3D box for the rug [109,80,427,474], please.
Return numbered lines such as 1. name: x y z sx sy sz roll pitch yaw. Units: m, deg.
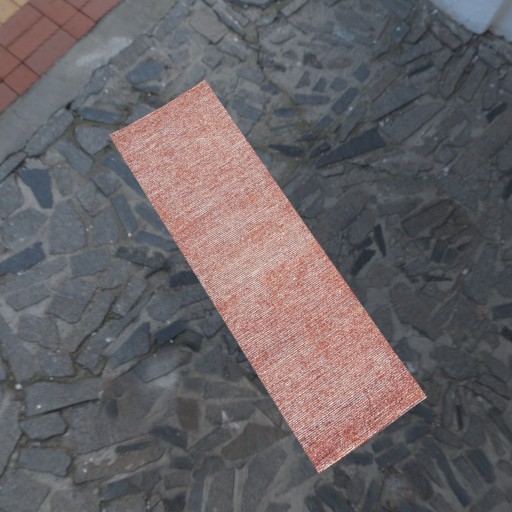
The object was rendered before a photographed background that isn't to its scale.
1. rug: 0.000 0.000 2.608 0.718 0.013 2.353 -32 78 -7
